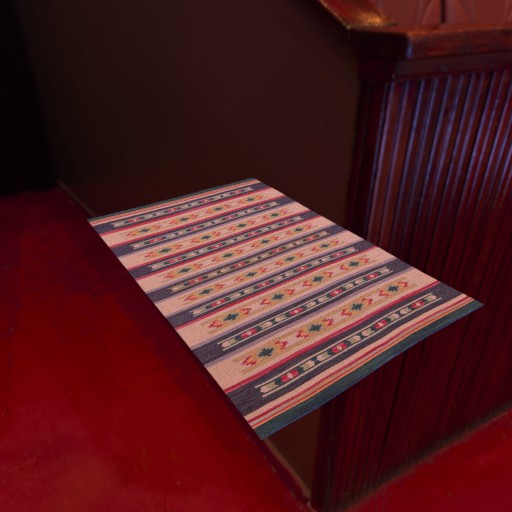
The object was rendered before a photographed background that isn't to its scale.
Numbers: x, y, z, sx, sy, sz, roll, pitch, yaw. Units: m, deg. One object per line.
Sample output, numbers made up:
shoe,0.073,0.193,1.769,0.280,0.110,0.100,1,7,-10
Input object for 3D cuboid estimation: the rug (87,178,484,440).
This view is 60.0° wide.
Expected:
rug,0.000,0.000,2.910,1.522,0.010,2.311,-20,36,-29
